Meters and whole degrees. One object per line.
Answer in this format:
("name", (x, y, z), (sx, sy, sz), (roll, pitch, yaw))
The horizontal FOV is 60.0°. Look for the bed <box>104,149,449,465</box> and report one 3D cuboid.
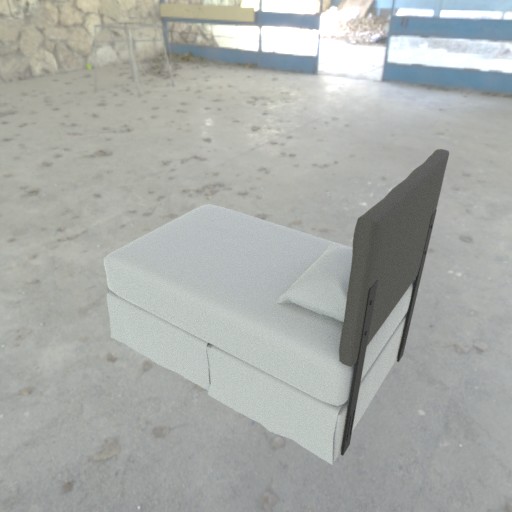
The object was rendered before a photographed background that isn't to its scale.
("bed", (0.000, 0.000, 3.065), (1.997, 1.571, 1.261), (20, 37, 30))
